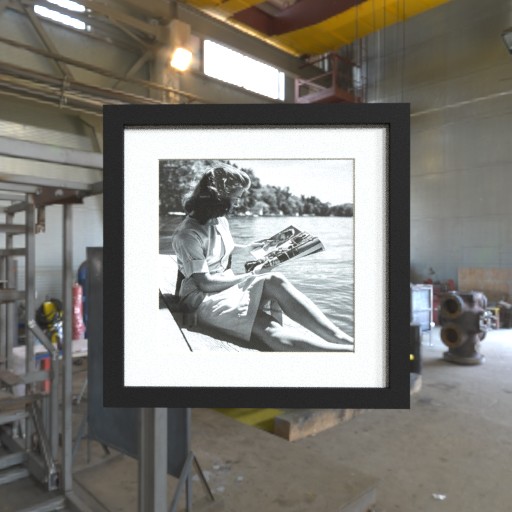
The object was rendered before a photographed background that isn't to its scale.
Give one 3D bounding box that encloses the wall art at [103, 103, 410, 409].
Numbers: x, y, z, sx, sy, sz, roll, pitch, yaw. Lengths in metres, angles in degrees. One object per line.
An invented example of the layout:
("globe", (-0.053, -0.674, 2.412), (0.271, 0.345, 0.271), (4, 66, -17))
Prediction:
("wall art", (0.000, 0.000, 0.459), (0.308, 0.305, 0.030), (0, 0, 1))
